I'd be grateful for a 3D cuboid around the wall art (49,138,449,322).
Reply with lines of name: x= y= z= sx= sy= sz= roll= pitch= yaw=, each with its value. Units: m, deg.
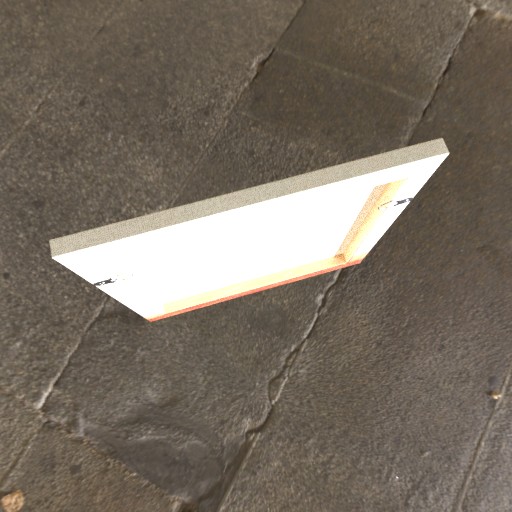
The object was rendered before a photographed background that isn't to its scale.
wall art: x=0.000 y=0.000 z=1.183 sx=0.760 sy=0.760 sz=0.042 roll=-15 pitch=74 yaw=-5
